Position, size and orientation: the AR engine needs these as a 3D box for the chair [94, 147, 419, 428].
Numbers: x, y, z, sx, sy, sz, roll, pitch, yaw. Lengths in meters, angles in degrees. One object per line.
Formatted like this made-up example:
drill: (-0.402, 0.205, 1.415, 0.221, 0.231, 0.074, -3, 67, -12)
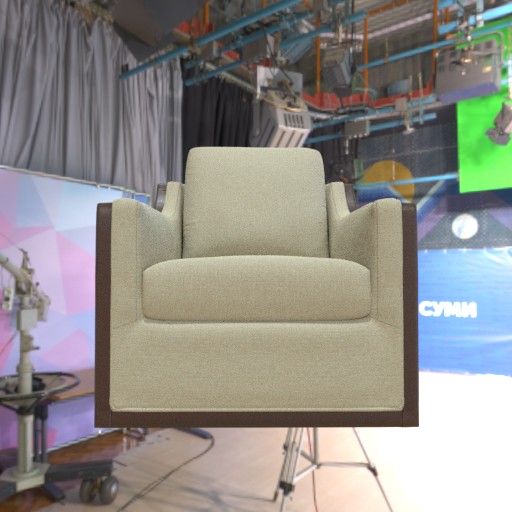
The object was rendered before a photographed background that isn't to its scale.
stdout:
chair: (0.000, 0.000, 1.605, 0.870, 0.930, 0.950, 0, -1, 0)
